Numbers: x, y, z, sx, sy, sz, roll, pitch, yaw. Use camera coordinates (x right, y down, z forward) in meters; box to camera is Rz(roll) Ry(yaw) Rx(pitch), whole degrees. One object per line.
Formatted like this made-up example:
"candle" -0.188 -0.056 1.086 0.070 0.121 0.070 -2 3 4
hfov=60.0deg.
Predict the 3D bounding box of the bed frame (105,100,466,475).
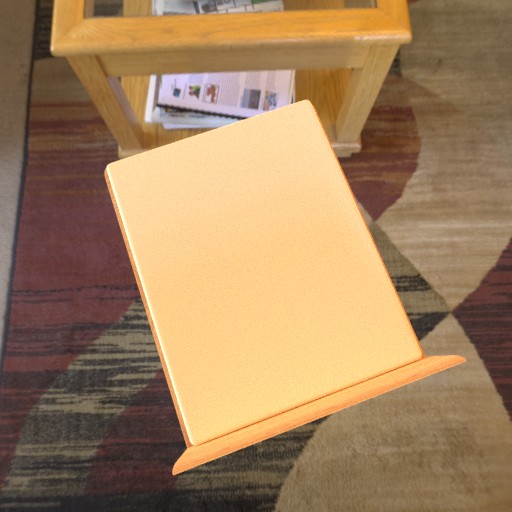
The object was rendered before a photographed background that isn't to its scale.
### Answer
"bed frame" 0.000 0.000 3.015 1.660 0.940 2.092 -19 77 -5
